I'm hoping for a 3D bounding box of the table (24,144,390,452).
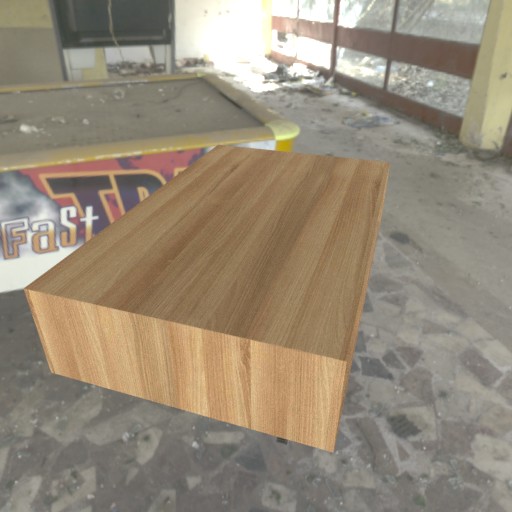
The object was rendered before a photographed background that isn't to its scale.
[{"bbox_3d":[0.000,0.000,1.402,0.700,0.330,1.100,10,32,16],"label":"table"}]
